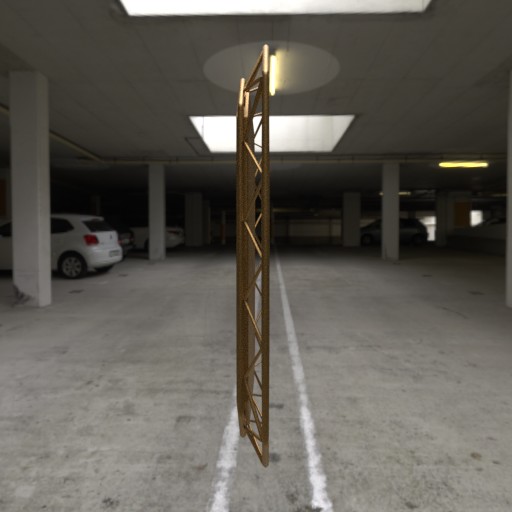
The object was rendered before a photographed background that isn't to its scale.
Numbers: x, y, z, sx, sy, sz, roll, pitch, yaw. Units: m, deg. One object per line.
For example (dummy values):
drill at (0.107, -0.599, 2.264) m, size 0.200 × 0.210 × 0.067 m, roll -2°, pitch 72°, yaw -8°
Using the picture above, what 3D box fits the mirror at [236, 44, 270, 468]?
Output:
mirror at (0.000, 0.000, 0.725) m, size 0.042 × 0.566 × 0.417 m, roll 0°, pitch 1°, yaw 1°
